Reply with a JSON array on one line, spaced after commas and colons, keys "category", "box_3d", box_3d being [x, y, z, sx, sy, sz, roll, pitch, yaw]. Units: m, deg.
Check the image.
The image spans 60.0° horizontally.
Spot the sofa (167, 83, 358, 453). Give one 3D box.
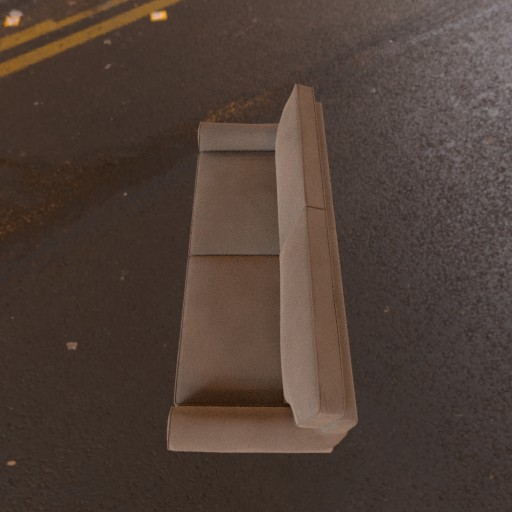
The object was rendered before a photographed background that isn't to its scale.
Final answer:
[{"category": "sofa", "box_3d": [0.000, 0.000, 2.740, 0.900, 1.014, 2.246, 0, 58, 0]}]
